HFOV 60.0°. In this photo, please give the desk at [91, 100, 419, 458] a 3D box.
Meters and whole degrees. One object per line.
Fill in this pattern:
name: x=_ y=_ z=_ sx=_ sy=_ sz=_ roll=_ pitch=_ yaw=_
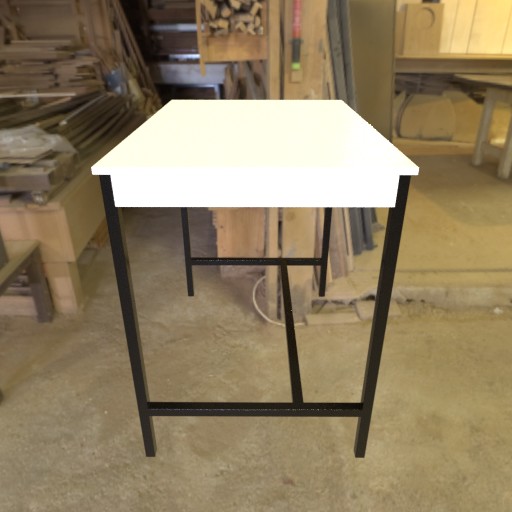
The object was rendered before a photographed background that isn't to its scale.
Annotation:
desk: x=0.000 y=0.000 z=1.310 sx=0.573 sy=0.766 sz=0.811 roll=0 pitch=27 yaw=0
